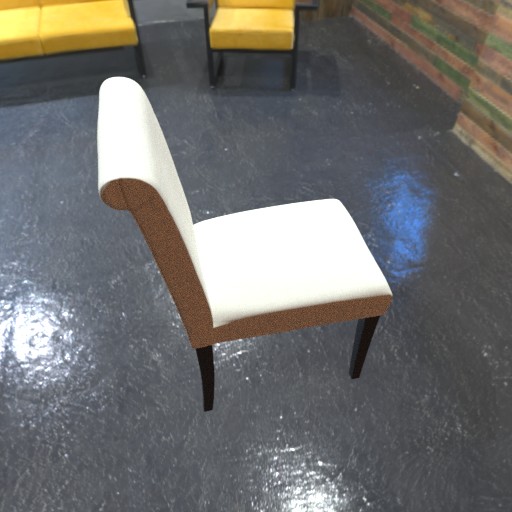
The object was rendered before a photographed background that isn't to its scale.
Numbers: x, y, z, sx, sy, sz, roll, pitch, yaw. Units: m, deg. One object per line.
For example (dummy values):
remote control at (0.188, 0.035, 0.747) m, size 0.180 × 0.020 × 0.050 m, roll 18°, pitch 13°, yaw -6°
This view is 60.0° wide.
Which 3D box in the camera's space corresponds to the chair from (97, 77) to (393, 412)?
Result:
chair at (0.000, 0.000, 1.341) m, size 0.708 × 0.976 × 0.452 m, roll -10°, pitch 46°, yaw -10°
